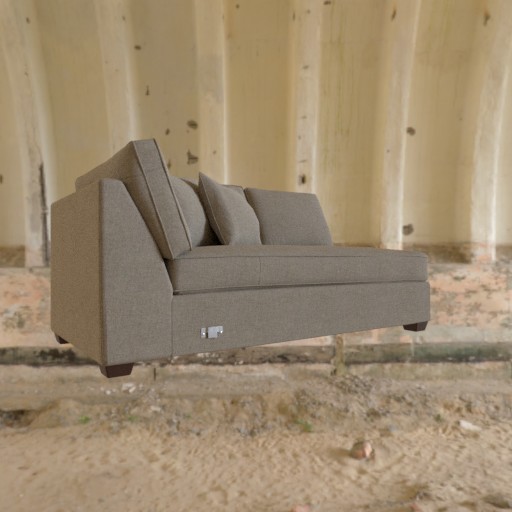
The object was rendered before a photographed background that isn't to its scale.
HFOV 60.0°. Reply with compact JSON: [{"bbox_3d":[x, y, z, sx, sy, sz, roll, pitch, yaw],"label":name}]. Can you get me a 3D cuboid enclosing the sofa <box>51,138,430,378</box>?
[{"bbox_3d":[0.000,0.000,2.830,2.238,1.019,1.110,0,0,-35],"label":"sofa"}]
